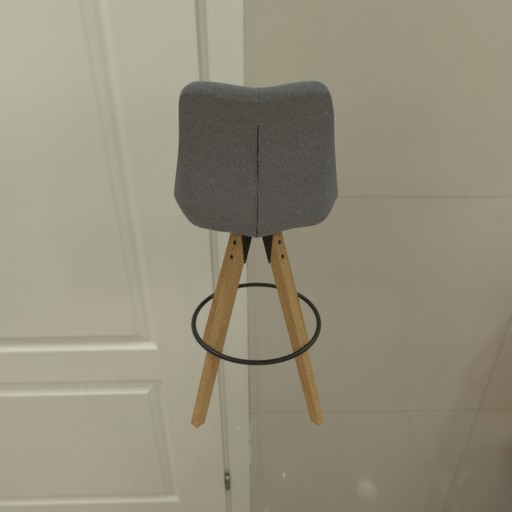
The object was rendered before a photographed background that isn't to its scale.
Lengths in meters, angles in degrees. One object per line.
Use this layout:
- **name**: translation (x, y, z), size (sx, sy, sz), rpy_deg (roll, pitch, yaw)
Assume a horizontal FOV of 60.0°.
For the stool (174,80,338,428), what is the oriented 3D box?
- **stool**: translation (0.000, 0.000, 1.408), size (0.485, 1.115, 0.550), rpy_deg (-1, 30, -1)
